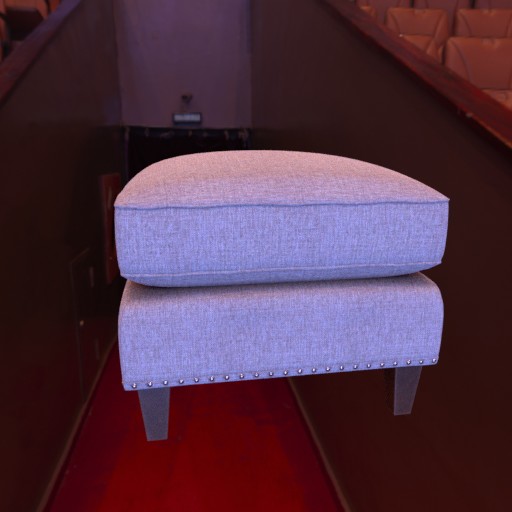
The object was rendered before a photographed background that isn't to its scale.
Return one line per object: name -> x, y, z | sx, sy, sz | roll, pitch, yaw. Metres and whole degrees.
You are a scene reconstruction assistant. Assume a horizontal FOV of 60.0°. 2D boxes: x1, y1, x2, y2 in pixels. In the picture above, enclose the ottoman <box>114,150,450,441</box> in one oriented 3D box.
ottoman -> 0.000, 0.000, 1.106 | 0.584, 0.513, 0.741 | -2, 14, -9
